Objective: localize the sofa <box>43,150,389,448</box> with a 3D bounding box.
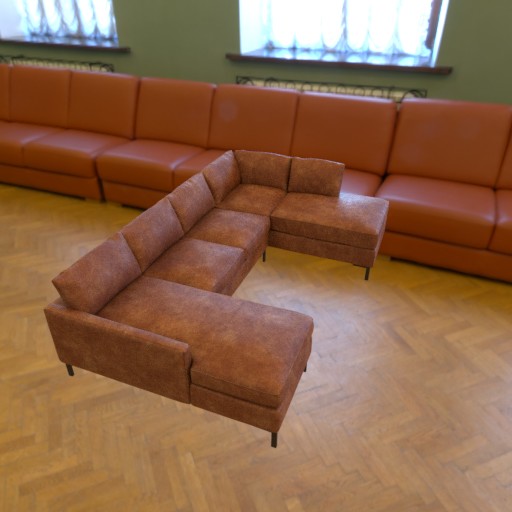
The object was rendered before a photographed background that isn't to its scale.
[{"bbox_3d":[0.000,0.000,3.937,1.939,0.900,2.956,12,34,18],"label":"sofa"}]
